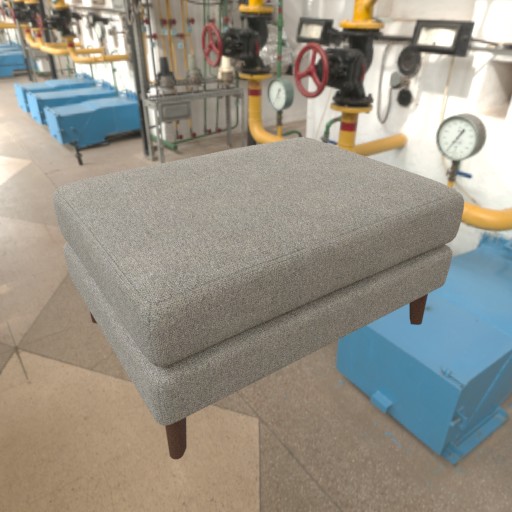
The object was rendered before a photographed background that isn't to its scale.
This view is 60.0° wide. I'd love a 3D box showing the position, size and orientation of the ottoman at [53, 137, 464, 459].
[{"bbox_3d":[0.000,0.000,1.151,0.821,0.441,0.611,-19,35,-29],"label":"ottoman"}]
